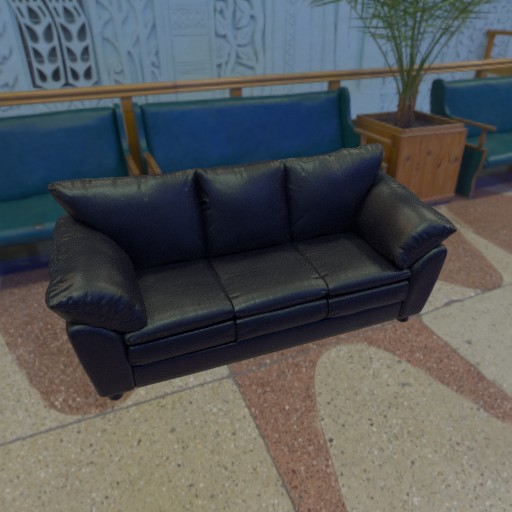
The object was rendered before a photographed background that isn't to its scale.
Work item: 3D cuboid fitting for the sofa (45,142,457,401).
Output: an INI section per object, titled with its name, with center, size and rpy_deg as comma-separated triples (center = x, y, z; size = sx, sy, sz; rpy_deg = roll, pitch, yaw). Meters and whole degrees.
[sofa]
center = 0.000, 0.000, 2.774
size = 2.336, 1.073, 0.880
rpy_deg = -11, 32, -18
